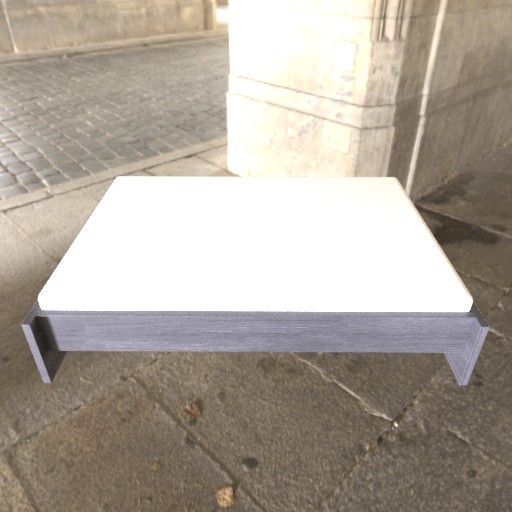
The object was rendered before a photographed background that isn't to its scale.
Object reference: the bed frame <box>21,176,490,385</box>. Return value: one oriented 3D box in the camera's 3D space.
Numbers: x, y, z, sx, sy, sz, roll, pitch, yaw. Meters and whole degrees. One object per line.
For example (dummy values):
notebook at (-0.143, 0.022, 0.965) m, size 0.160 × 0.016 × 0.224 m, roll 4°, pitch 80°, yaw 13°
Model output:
bed frame at (0.000, 0.000, 2.544) m, size 1.950 × 0.432 × 1.490 m, roll 0°, pitch 34°, yaw 0°
